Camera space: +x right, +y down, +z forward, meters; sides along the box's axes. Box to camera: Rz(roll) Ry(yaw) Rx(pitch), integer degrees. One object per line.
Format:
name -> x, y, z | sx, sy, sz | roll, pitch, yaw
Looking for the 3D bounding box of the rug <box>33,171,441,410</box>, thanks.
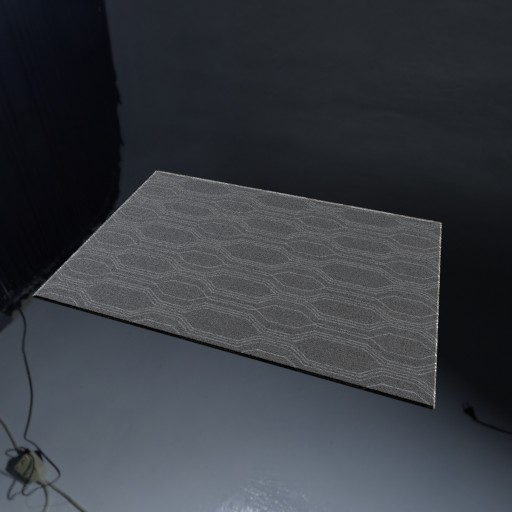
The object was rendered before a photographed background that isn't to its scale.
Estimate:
rug -> 0.000, 0.000, 2.330 | 1.836, 0.012, 1.239 | 12, 43, 14
